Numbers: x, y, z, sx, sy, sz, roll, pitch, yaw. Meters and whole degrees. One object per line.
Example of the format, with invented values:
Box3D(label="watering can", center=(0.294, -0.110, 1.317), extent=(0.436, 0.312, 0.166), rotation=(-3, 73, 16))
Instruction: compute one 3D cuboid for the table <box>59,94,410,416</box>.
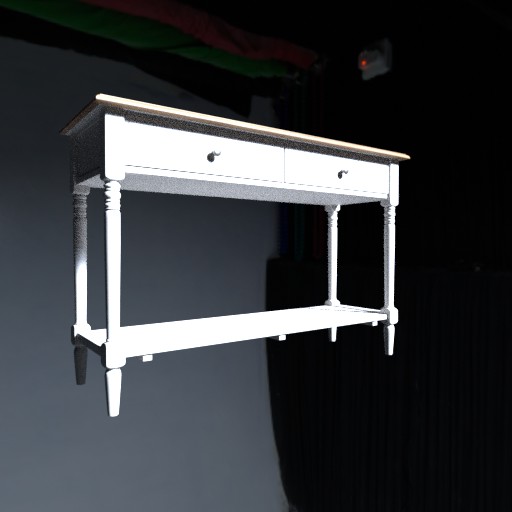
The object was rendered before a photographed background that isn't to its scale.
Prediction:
Box3D(label="table", center=(0.000, 0.000, 1.575), extent=(1.219, 0.800, 0.399), rotation=(-1, 1, -36))
